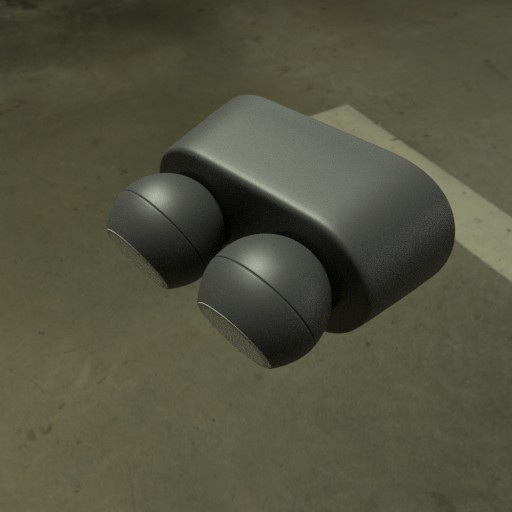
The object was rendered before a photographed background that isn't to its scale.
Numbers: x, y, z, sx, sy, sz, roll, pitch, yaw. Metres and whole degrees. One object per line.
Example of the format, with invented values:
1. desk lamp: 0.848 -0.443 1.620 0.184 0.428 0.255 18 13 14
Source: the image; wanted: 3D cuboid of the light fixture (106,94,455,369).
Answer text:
1. light fixture: 0.000 0.000 0.340 0.229 0.159 0.159 33 55 28
